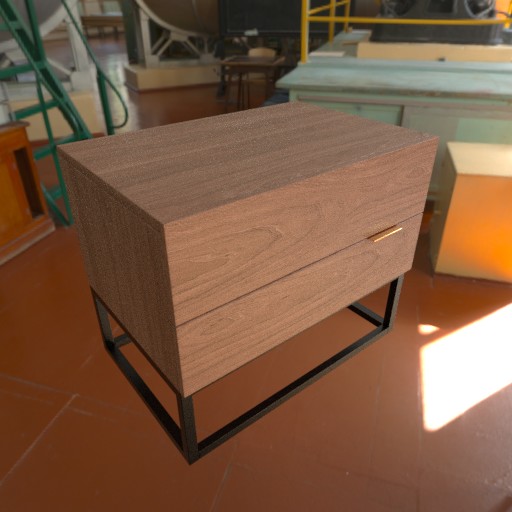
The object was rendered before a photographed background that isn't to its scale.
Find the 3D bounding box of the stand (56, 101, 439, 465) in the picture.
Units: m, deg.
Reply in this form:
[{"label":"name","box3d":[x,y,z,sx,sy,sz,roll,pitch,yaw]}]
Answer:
[{"label":"stand","box3d":[0.000,0.000,0.959,0.600,0.500,0.420,-22,38,-32]}]
